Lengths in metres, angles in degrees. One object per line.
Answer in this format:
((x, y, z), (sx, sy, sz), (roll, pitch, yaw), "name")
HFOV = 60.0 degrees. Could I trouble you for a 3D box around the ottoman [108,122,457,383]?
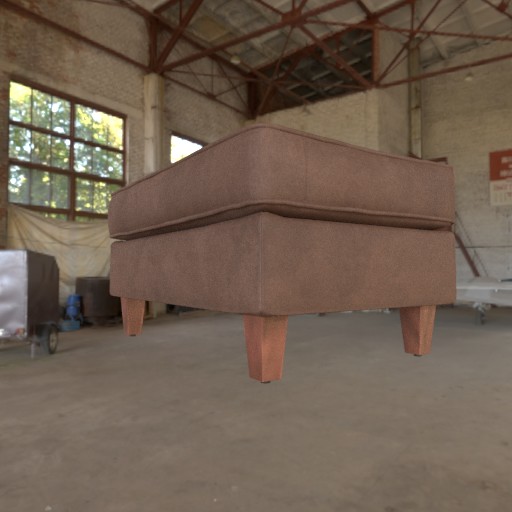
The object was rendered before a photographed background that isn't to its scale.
((0.000, 0.000, 1.210), (0.596, 0.481, 0.860), (1, -3, -35), "ottoman")
